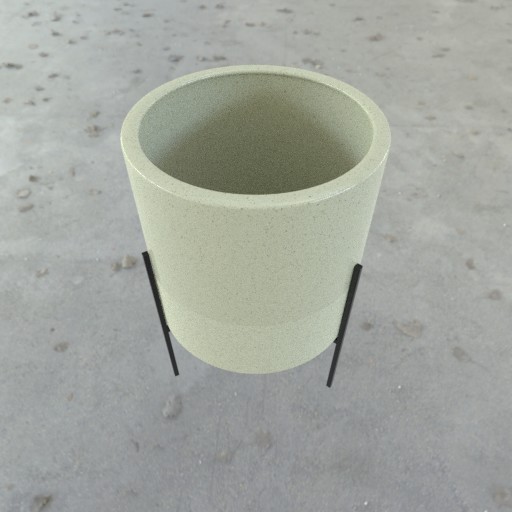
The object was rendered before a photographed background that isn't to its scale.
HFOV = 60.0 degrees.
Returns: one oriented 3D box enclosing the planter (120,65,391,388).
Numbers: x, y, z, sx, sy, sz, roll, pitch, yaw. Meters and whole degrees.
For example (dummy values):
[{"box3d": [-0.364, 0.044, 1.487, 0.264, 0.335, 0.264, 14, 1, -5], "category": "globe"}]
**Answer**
[{"box3d": [0.000, 0.000, 0.697, 0.314, 0.475, 0.323, 3, 47, 3], "category": "planter"}]
